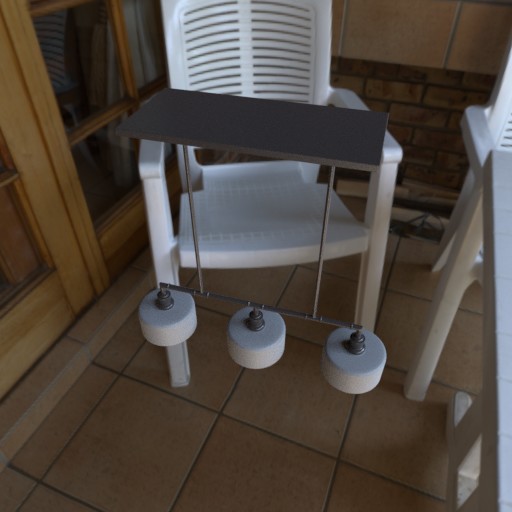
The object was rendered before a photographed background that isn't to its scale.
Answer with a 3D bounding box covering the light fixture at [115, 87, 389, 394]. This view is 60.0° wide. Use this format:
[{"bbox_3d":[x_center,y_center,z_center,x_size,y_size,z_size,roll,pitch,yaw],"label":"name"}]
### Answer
[{"bbox_3d":[0.000,0.000,0.871,0.582,0.557,0.177,11,42,12],"label":"light fixture"}]
